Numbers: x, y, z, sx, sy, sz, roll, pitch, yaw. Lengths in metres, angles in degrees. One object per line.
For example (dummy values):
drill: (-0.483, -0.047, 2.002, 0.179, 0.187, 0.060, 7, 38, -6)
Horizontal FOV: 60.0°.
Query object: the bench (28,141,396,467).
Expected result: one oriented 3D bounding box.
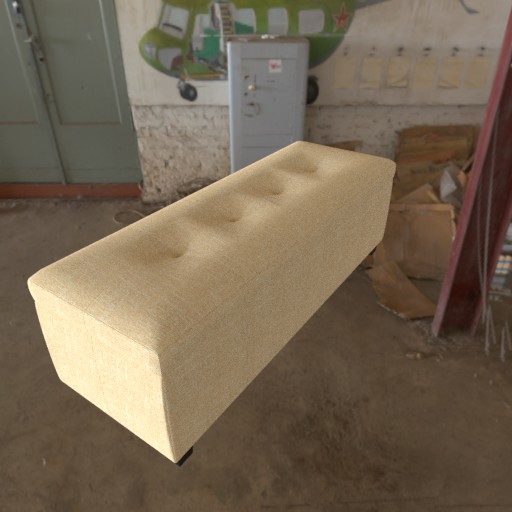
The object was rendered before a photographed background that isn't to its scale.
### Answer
bench: (0.000, 0.000, 1.406, 0.432, 0.406, 1.219, 20, 37, 29)
